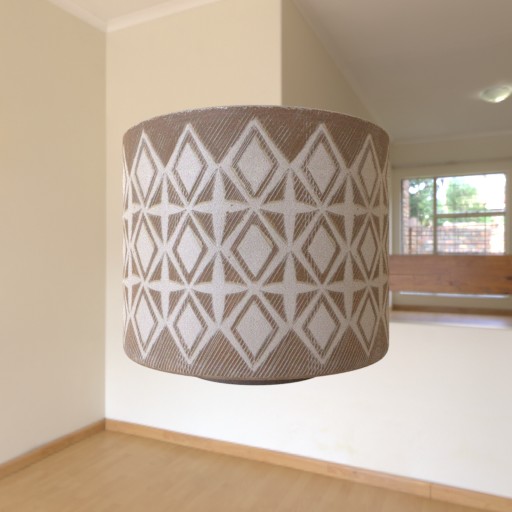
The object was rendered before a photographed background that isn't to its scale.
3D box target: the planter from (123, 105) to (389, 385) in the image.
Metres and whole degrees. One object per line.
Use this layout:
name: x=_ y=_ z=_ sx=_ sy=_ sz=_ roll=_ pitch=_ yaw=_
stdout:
planter: x=0.000 y=0.000 z=0.335 sx=0.193 sy=0.165 sz=0.193 roll=0 pitch=0 yaw=0
